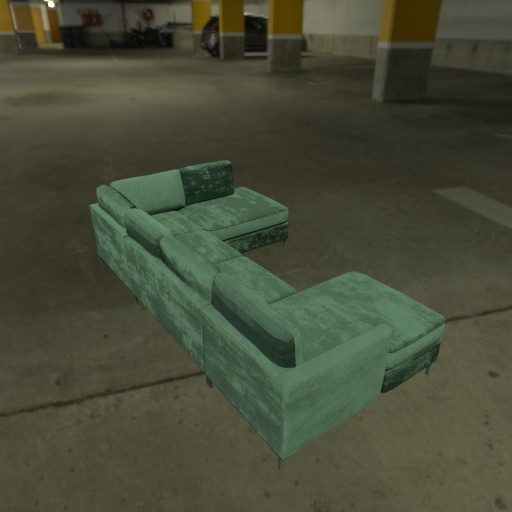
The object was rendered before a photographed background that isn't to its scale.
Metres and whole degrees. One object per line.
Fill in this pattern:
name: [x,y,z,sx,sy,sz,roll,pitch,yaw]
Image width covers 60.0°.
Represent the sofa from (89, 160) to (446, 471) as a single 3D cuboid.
sofa: [0.000,0.000,4.247,2.055,0.992,3.434,-18,33,-31]
